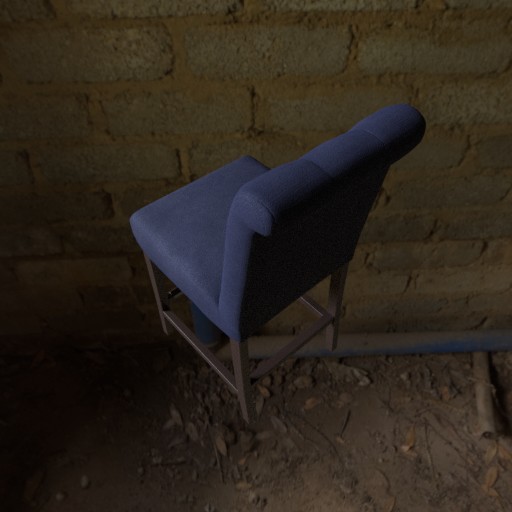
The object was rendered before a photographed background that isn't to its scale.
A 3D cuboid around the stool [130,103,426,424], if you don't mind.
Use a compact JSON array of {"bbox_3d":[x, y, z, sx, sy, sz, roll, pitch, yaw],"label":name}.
[{"bbox_3d":[0.000,0.000,1.319,0.493,1.010,0.601,-33,56,-27],"label":"stool"}]
